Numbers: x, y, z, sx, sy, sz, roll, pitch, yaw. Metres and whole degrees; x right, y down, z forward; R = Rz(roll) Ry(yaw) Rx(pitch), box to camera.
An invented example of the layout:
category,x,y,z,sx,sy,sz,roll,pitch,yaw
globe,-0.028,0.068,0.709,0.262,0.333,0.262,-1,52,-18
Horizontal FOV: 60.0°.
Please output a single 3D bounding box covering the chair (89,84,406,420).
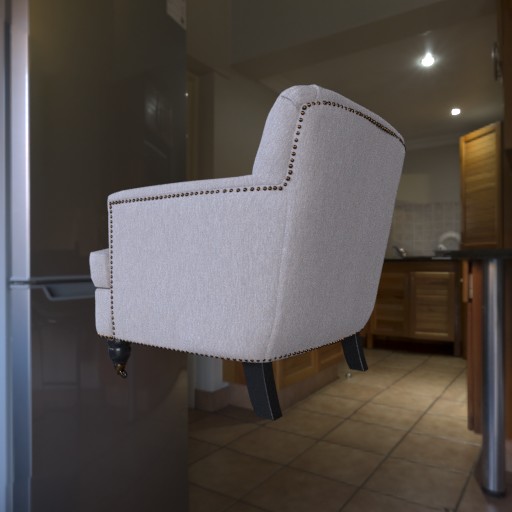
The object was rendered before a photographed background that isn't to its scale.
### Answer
category,x,y,z,sx,sy,sz,roll,pitch,yaw
chair,0.000,0.000,1.522,0.902,0.823,0.737,0,0,36
